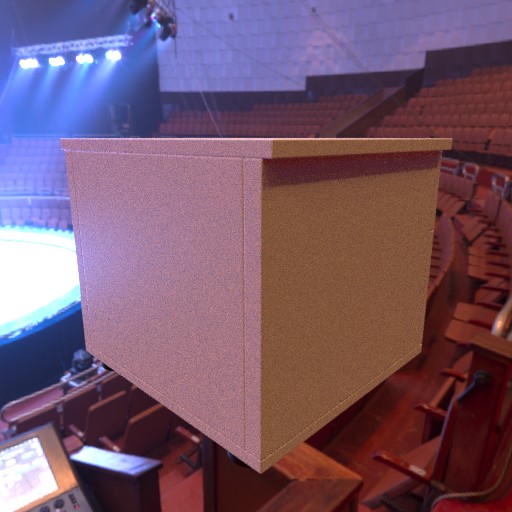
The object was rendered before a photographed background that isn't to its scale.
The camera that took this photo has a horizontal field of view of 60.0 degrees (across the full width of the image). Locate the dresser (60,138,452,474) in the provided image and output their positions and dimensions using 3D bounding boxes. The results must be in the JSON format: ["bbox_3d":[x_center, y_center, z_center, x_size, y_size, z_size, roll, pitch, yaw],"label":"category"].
[{"bbox_3d":[0.000,0.000,0.702,0.430,0.360,0.400,14,20,42],"label":"dresser"}]
